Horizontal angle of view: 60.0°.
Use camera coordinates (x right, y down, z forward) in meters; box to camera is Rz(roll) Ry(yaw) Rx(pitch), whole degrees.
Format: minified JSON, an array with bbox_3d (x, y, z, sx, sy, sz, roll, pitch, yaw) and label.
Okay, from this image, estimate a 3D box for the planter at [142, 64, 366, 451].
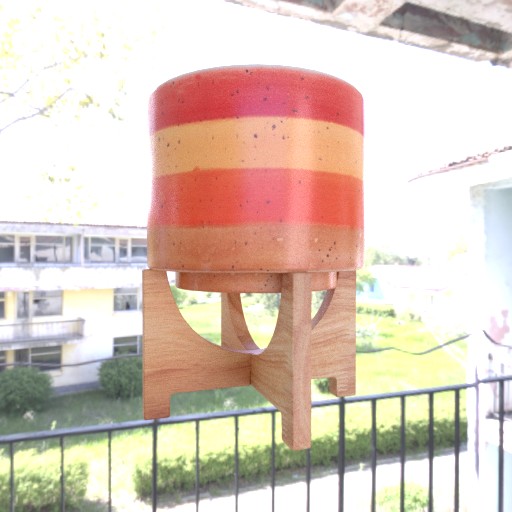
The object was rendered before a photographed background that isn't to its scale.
[{"bbox_3d":[0.000,0.000,0.400,0.199,0.268,0.199,0,0,0],"label":"planter"}]
